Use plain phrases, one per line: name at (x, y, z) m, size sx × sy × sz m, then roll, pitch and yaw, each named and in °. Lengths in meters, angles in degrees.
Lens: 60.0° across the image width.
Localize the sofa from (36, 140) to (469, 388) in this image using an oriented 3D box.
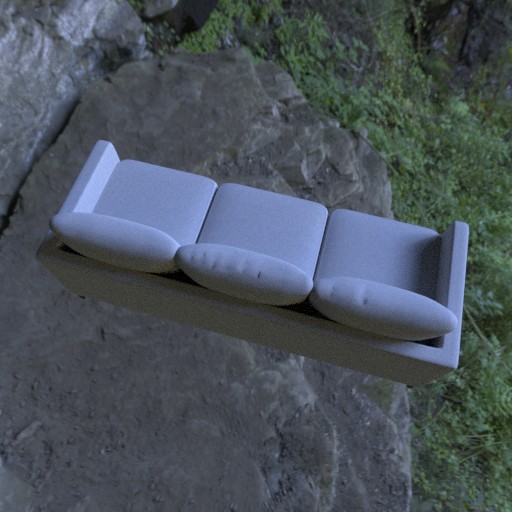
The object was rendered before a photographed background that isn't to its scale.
sofa at (0.000, 0.000, 2.591) m, size 2.218 × 0.874 × 0.859 m, roll 14°, pitch 65°, yaw 7°
